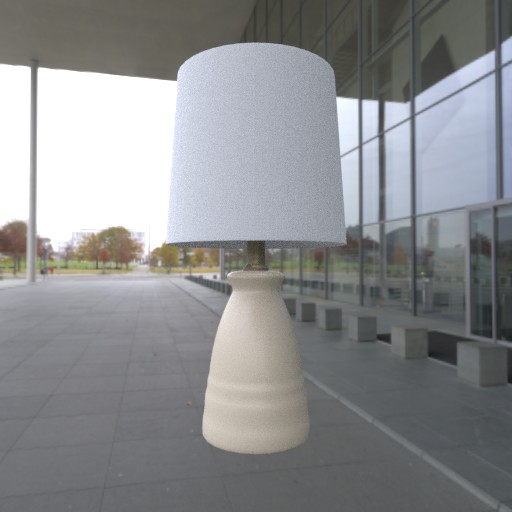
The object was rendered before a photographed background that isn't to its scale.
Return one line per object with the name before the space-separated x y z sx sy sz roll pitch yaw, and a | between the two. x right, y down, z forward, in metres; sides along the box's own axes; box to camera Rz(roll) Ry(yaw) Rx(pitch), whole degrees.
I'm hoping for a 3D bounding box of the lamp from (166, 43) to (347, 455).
lamp | 0.000 0.000 0.465 0.186 0.369 0.186 0 -1 0
